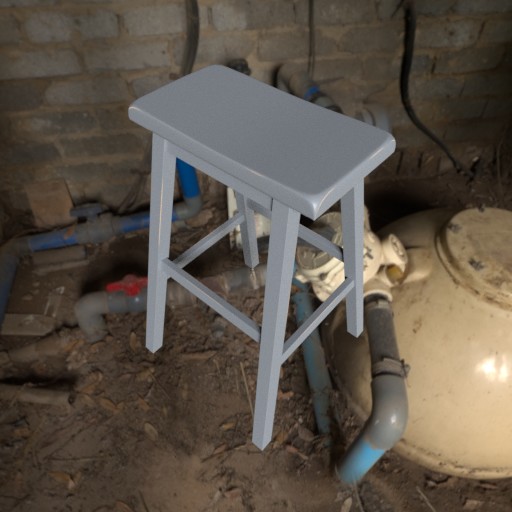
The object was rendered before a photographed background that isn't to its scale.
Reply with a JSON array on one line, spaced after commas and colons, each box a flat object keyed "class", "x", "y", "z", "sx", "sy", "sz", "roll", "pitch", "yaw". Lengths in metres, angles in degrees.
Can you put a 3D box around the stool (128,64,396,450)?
[{"class": "stool", "x": 0.000, "y": 0.000, "z": 1.073, "sx": 0.457, "sy": 0.737, "sz": 0.476, "roll": 33, "pitch": 55, "yaw": 27}]
